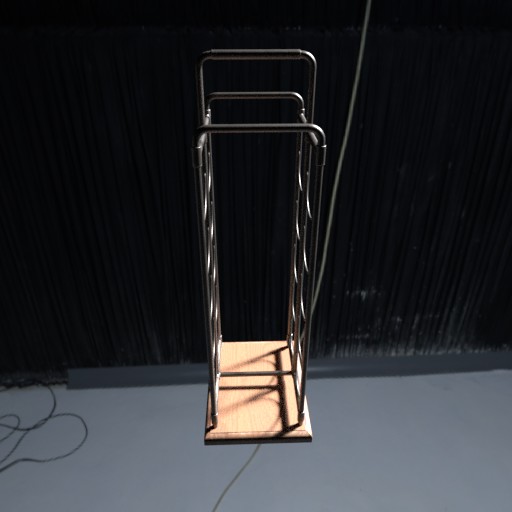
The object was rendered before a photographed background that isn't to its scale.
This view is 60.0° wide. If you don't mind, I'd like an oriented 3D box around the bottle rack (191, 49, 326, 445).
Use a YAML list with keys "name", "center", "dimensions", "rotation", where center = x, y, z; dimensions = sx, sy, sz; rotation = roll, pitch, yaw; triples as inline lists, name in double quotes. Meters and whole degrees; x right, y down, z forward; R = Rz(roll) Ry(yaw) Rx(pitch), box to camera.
- name: "bottle rack"
  center: [0.000, 0.000, 0.802]
  dimensions: [0.208, 0.680, 0.276]
  rotation: [-1, 30, -2]
